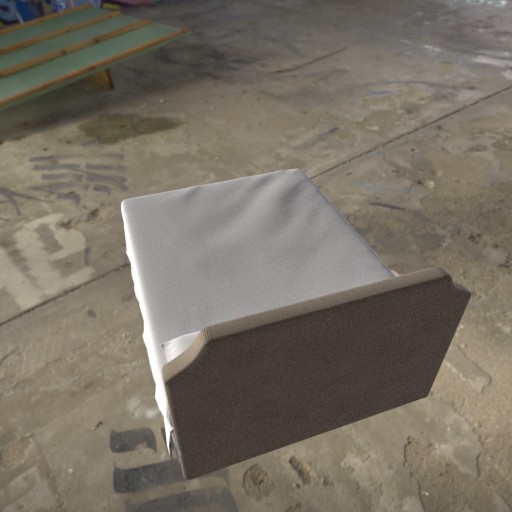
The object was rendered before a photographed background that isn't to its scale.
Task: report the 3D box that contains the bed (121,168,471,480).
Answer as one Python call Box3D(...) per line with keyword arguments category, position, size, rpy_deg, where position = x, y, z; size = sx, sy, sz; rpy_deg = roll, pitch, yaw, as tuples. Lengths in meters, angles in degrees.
Box3D(category="bed", position=(0.000, 0.000, 3.519), size=(1.977, 1.293, 2.498), rpy_deg=(-13, 42, -15))
